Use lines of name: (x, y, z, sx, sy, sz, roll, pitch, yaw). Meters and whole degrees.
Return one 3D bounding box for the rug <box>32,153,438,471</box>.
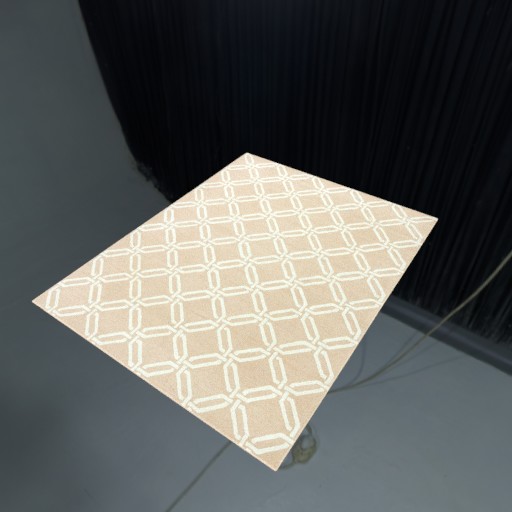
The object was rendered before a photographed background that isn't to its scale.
rug: (0.000, 0.000, 3.887, 2.288, 0.018, 2.895, 25, 47, 25)
